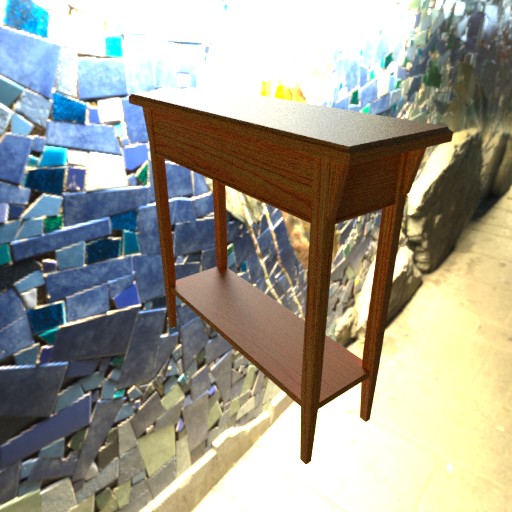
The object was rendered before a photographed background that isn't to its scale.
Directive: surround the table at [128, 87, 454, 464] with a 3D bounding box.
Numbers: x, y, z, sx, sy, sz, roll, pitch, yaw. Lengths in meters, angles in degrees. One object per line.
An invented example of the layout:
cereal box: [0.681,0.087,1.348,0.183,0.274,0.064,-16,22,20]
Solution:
table: [0.000,0.000,1.102,0.254,0.711,0.762,-19,32,-33]
